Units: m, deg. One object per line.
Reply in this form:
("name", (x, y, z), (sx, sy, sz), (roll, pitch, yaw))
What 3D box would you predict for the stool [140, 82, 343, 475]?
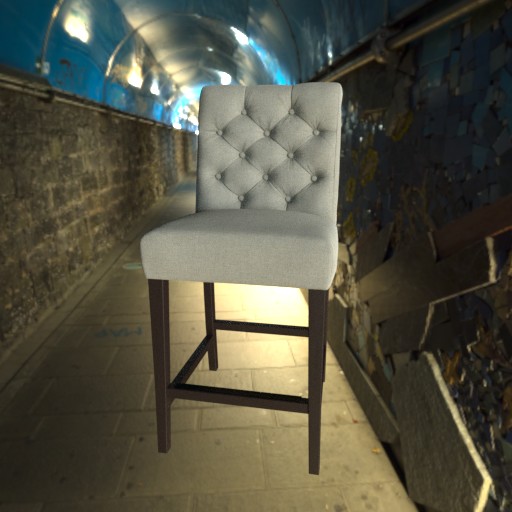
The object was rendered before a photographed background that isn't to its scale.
("stool", (0.000, 0.000, 1.356), (0.493, 1.040, 0.601), (3, 15, 11))
